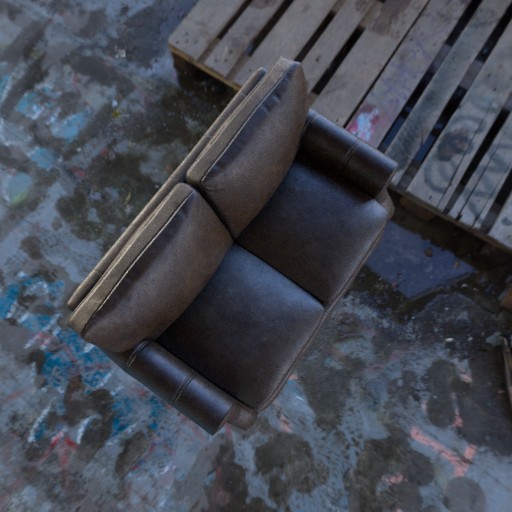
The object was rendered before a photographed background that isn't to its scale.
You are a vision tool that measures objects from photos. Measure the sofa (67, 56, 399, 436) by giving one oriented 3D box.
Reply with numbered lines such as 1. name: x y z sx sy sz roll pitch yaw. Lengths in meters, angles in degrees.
1. sofa: 0.000 0.000 2.246 0.990 0.976 1.616 34 78 8
